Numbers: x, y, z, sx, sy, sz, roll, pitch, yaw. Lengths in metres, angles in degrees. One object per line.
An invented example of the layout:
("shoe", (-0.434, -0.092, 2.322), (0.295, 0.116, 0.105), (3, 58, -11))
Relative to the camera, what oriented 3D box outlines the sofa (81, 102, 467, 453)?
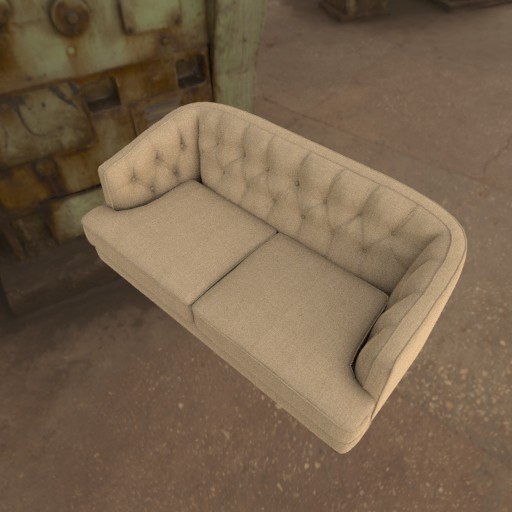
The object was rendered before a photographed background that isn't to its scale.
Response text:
("sofa", (0.000, 0.000, 2.220), (1.733, 0.855, 0.941), (33, 56, 26))
